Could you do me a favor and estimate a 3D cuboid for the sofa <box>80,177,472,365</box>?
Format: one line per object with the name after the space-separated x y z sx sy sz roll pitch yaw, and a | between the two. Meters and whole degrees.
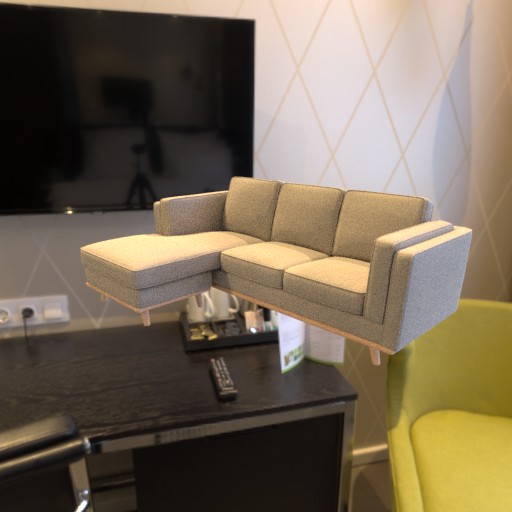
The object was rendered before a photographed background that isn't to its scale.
0.000 0.000 3.186 1.604 0.929 2.411 -15 22 -43 | sofa
